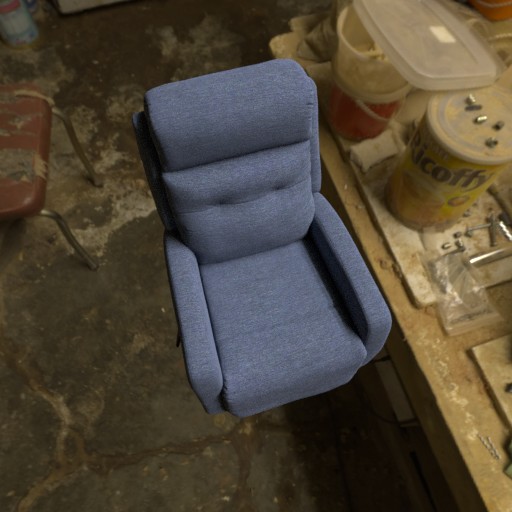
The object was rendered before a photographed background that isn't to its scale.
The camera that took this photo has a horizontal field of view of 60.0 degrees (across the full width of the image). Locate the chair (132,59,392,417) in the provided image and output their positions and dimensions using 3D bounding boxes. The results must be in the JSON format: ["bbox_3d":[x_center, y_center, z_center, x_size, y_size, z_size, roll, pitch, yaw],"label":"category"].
[{"bbox_3d":[0.000,0.000,1.733,0.798,1.013,1.043,-15,66,-7],"label":"chair"}]
